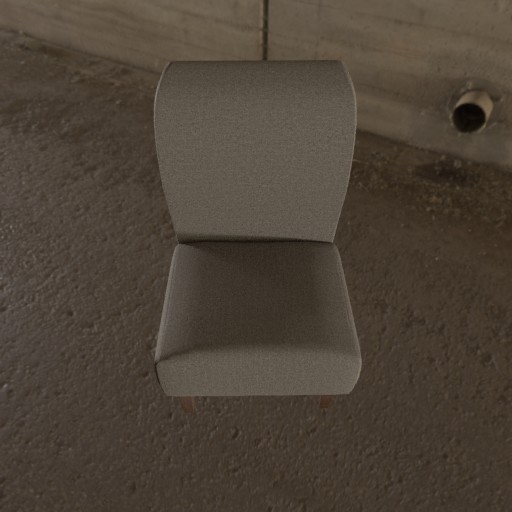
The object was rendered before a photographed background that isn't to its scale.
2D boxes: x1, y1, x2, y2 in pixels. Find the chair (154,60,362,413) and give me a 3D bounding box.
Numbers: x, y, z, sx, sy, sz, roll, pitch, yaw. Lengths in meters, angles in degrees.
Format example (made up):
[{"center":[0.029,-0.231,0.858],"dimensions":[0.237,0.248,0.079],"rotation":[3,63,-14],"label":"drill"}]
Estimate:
[{"center":[0.000,0.000,1.182],"dimensions":[0.513,0.804,0.592],"rotation":[-1,46,-1],"label":"chair"}]
